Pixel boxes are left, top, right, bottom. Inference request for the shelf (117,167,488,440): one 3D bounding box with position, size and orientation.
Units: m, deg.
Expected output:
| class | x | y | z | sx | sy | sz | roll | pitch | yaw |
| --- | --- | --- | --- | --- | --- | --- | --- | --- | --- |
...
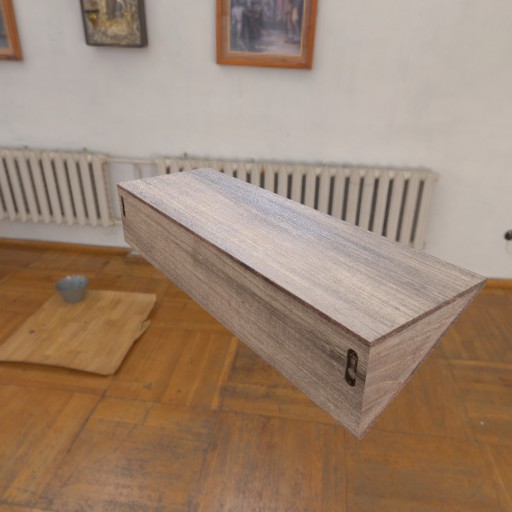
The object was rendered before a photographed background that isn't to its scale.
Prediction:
| class | x | y | z | sx | sy | sz | roll | pitch | yaw |
| --- | --- | --- | --- | --- | --- | --- | --- | --- | --- |
| shelf | 0.000 | 0.000 | 0.694 | 0.200 | 0.125 | 0.610 | -18 | 31 | -32 |
